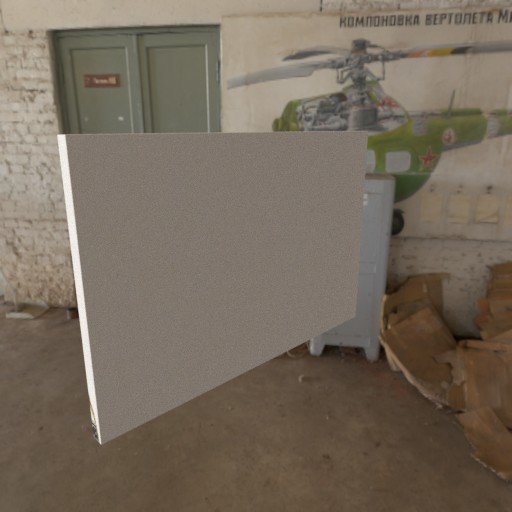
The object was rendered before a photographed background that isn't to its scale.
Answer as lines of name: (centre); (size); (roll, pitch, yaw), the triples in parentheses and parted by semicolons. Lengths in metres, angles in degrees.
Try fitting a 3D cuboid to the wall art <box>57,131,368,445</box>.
wall art: (0.000, 0.000, 1.117); (0.898, 0.601, 0.038); (-15, 22, -42)
